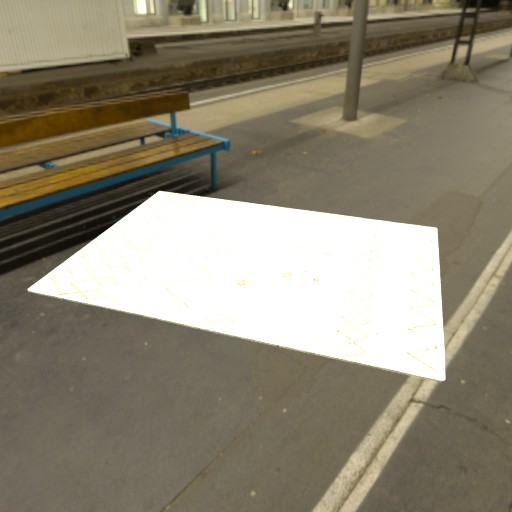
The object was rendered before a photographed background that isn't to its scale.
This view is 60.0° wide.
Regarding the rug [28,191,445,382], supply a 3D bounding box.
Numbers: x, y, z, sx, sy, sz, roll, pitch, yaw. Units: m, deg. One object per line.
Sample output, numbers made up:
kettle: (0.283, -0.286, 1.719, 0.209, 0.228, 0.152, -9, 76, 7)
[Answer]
rug: (0.000, 0.000, 2.321, 1.820, 0.009, 1.260, 9, 32, 15)
